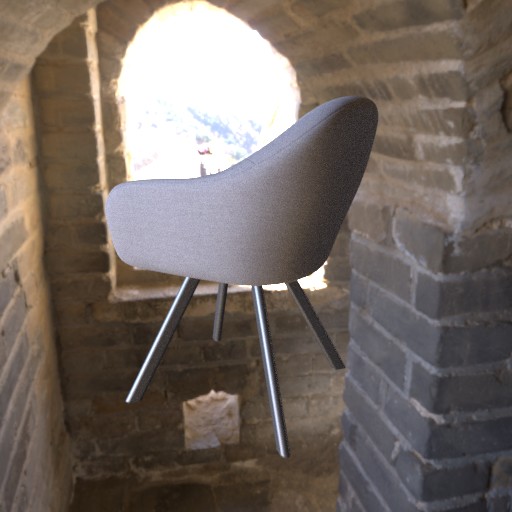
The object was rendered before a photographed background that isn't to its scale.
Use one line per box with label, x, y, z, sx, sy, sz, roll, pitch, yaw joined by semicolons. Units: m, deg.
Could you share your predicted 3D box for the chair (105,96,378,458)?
chair;0.000;0.000;1.174;0.570;0.780;0.540;8;17;26
